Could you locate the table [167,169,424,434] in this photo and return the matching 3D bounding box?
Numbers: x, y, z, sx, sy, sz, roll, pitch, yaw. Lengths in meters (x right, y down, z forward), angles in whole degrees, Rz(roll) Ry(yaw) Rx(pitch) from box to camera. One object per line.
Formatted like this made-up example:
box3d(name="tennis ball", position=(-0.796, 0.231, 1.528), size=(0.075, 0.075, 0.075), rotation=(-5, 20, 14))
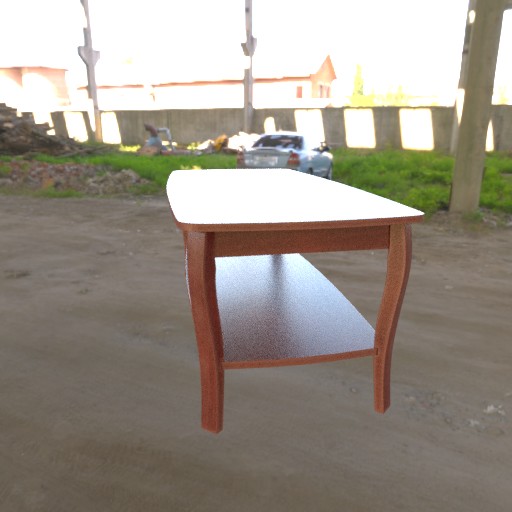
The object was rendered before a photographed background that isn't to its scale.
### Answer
box3d(name="table", position=(0.000, 0.000, 1.482), size=(0.561, 0.473, 1.216), rotation=(-3, 16, -10))
